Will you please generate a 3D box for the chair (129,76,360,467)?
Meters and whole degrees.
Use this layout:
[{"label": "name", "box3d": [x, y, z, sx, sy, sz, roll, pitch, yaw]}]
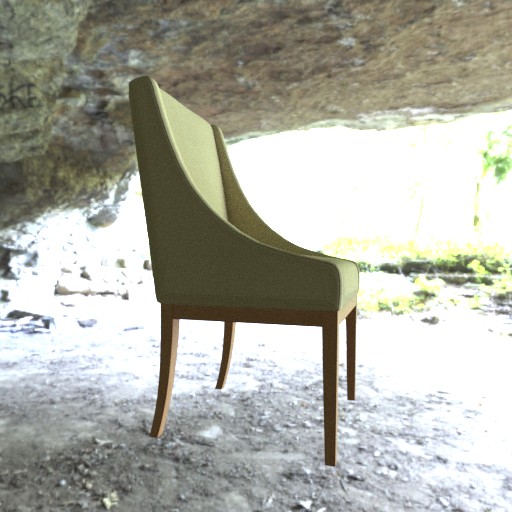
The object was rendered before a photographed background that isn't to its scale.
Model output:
[{"label": "chair", "box3d": [0.000, 0.000, 1.420, 0.611, 1.021, 0.575, 0, 0, 18]}]
